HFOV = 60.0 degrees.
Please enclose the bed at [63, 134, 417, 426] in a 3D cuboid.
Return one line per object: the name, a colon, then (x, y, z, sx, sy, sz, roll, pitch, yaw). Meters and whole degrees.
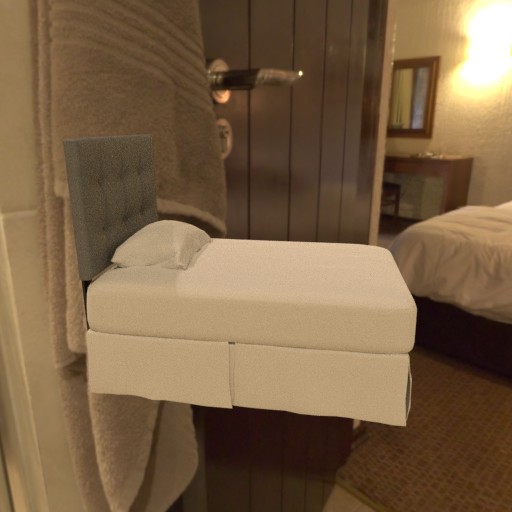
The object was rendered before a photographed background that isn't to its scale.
bed: (0.000, 0.000, 3.019, 1.997, 1.571, 1.261, 3, 17, 9)
